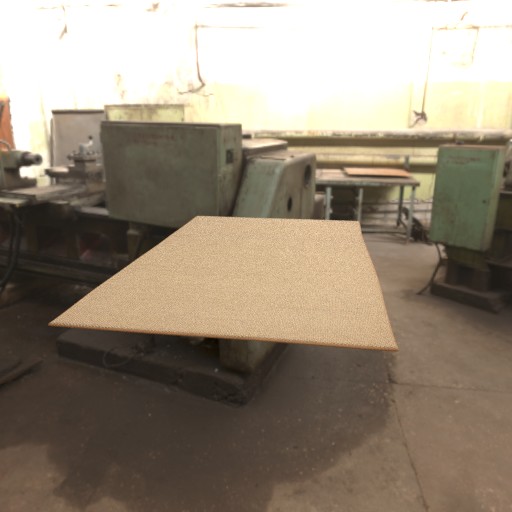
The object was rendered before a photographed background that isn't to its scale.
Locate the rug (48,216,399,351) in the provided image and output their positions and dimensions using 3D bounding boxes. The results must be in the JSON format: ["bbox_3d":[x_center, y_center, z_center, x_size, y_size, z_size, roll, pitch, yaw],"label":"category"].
[{"bbox_3d":[0.000,0.000,2.104,1.078,0.013,1.678,3,17,8],"label":"rug"}]
